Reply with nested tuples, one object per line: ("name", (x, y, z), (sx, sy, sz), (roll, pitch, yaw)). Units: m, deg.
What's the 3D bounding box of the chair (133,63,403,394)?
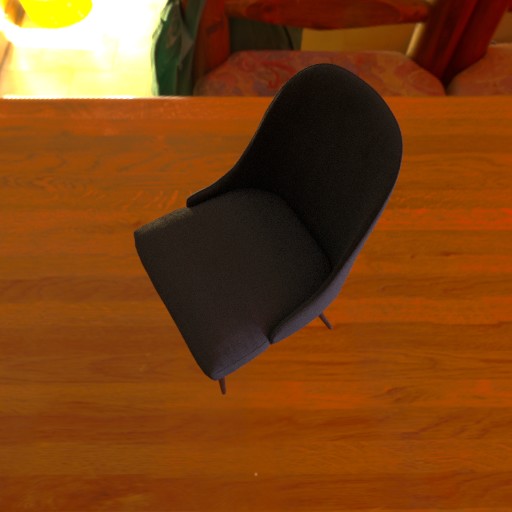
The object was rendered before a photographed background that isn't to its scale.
("chair", (0.000, 0.000, 1.216), (0.559, 0.896, 0.478), (-28, 67, -13))
